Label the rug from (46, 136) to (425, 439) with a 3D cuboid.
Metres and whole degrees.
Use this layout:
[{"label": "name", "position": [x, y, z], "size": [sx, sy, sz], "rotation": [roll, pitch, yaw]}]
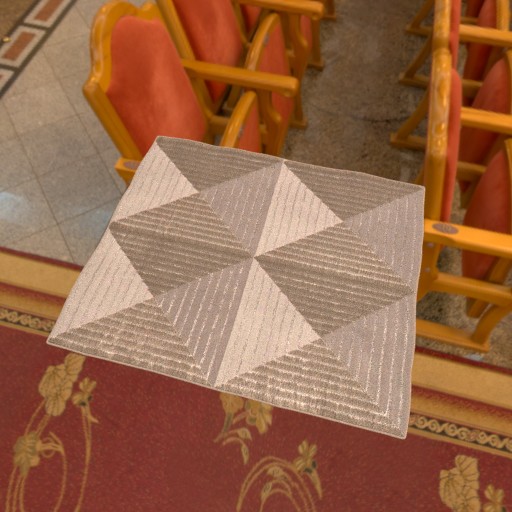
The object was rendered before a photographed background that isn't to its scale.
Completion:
[{"label": "rug", "position": [0.000, 0.000, 0.888], "size": [0.642, 0.008, 0.551], "rotation": [13, 59, 8]}]
